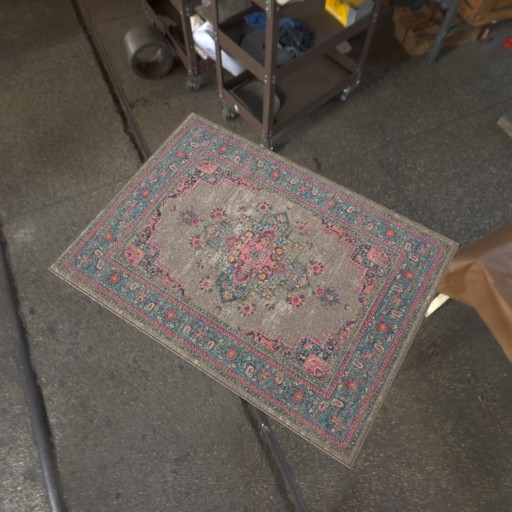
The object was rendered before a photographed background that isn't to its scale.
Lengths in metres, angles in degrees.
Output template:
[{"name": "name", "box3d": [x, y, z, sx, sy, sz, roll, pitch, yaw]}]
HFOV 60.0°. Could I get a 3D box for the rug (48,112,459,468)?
[{"name": "rug", "box3d": [0.000, 0.000, 2.931, 2.214, 0.013, 1.609, 29, 67, 14]}]
